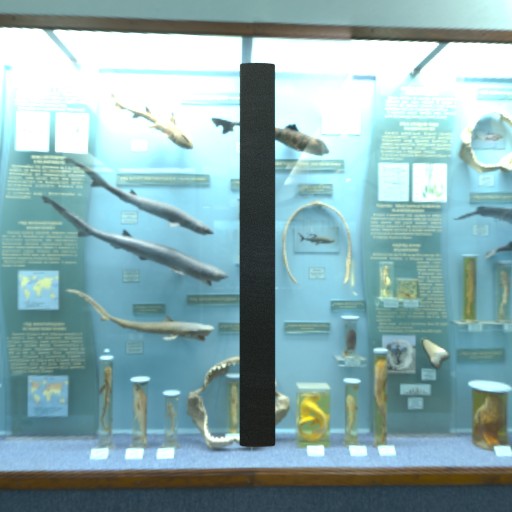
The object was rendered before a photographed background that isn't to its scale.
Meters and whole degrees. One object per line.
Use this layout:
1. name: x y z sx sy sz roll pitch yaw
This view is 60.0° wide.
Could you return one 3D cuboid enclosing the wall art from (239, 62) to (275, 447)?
1. wall art: 0.000 0.000 0.774 0.038 0.409 0.610 0 0 0
